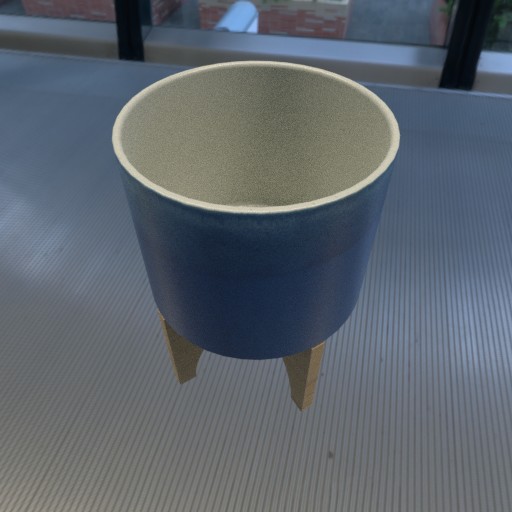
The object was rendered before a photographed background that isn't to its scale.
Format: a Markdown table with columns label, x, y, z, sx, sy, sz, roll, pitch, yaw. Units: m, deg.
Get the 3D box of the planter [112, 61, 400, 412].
| label | x | y | z | sx | sy | sz | roll | pitch | yaw |
| --- | --- | --- | --- | --- | --- | --- | --- | --- | --- |
| planter | 0.000 | 0.000 | 0.543 | 0.261 | 0.367 | 0.261 | 0 | 47 | 0 |
